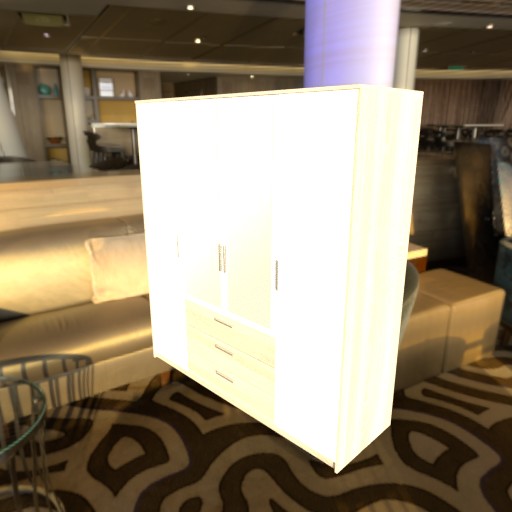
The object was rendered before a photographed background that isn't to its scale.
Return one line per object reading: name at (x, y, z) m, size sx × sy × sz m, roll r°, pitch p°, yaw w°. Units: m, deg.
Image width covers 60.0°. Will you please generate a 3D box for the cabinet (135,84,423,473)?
cabinet at (0.000, 0.000, 3.044) m, size 1.870 × 2.060 × 0.620 m, roll 16°, pitch 22°, yaw 43°
